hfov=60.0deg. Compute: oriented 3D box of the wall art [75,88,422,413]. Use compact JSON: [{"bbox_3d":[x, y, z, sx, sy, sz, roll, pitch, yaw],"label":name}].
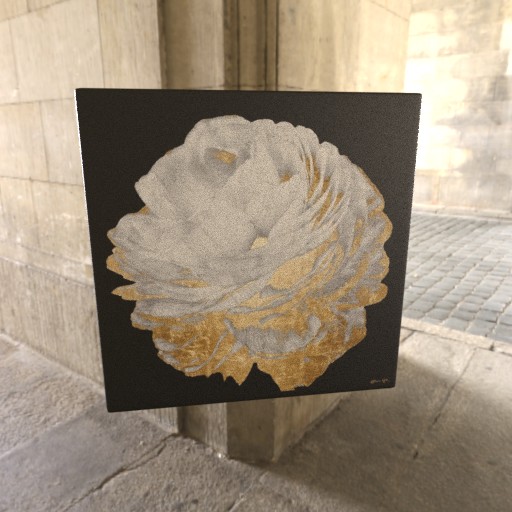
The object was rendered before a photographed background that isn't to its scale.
[{"bbox_3d":[0.000,0.000,0.584,0.406,0.407,0.041,-2,15,-8],"label":"wall art"}]
